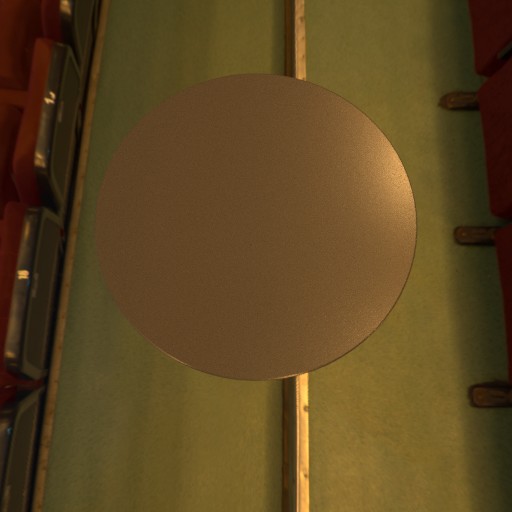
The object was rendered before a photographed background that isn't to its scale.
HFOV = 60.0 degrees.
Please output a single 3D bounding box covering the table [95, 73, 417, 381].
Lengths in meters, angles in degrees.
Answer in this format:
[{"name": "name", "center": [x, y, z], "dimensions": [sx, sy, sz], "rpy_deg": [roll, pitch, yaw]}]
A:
[{"name": "table", "center": [0.000, 0.000, 0.954], "dimensions": [0.500, 0.550, 0.500], "rpy_deg": [0, 76, 0]}]
